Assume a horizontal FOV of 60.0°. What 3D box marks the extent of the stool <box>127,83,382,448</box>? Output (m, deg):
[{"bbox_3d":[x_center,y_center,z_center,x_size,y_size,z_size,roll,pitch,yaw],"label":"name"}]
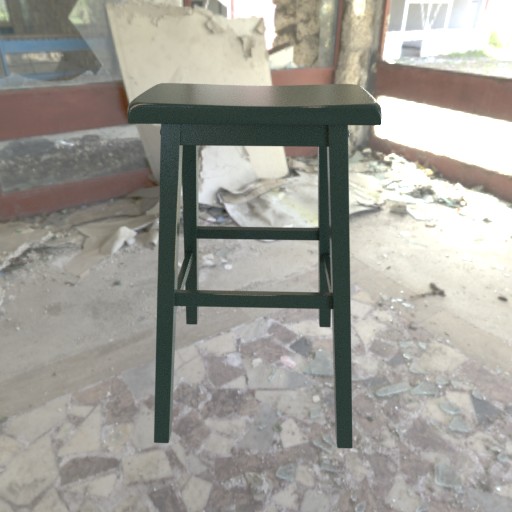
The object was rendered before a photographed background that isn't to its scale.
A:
[{"bbox_3d":[0.000,0.000,1.049,0.457,0.737,0.476,1,29,2],"label":"stool"}]
